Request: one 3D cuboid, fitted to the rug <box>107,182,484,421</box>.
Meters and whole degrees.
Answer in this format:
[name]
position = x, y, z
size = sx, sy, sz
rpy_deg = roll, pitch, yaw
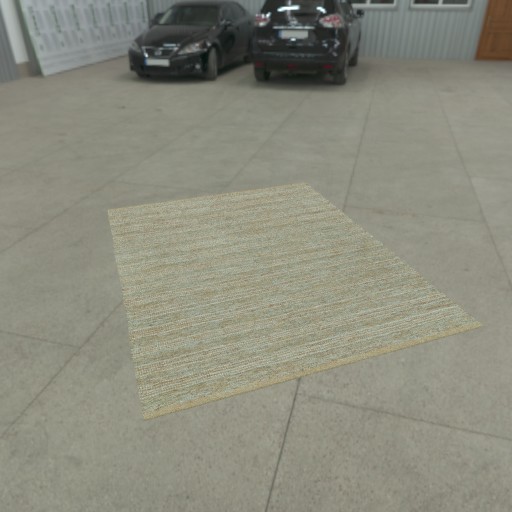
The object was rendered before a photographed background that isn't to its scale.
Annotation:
[rug]
position = 0.000, 0.000, 4.115
size = 2.471, 0.012, 3.034
rpy_deg = -10, 32, -17
